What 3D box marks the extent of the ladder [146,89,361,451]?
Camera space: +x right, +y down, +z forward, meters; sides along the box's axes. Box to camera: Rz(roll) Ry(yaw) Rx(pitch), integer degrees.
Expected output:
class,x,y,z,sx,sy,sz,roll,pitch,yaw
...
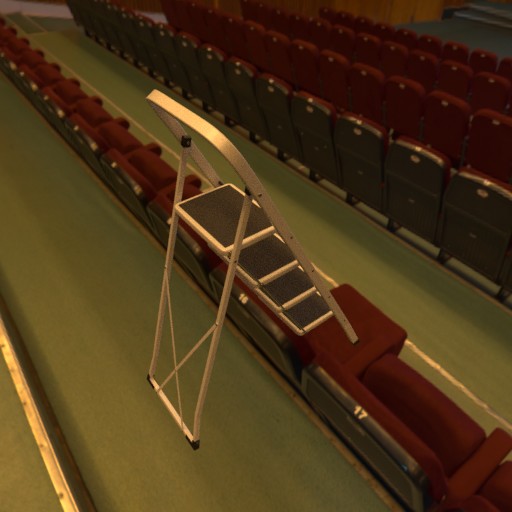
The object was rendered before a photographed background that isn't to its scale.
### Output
class,x,y,z,sx,sy,sz,roll,pitch,yaw
ladder,0.000,0.000,1.644,0.914,1.265,0.460,-27,48,-27
